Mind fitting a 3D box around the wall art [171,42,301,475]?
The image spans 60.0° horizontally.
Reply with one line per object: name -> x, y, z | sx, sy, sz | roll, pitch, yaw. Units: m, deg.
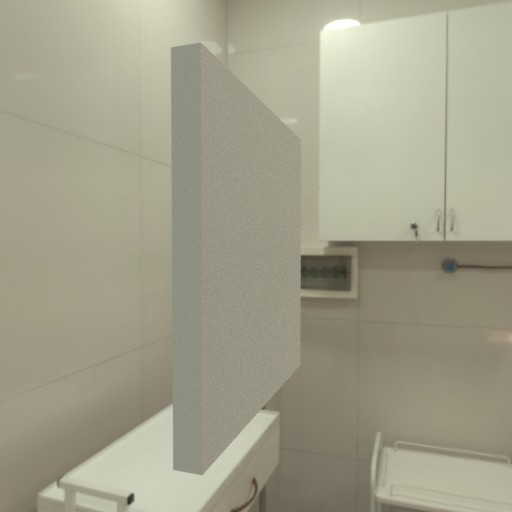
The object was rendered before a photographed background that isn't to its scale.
wall art -> 0.000, 0.000, 0.535 | 0.027, 0.355, 0.355 | 1, 2, 19
